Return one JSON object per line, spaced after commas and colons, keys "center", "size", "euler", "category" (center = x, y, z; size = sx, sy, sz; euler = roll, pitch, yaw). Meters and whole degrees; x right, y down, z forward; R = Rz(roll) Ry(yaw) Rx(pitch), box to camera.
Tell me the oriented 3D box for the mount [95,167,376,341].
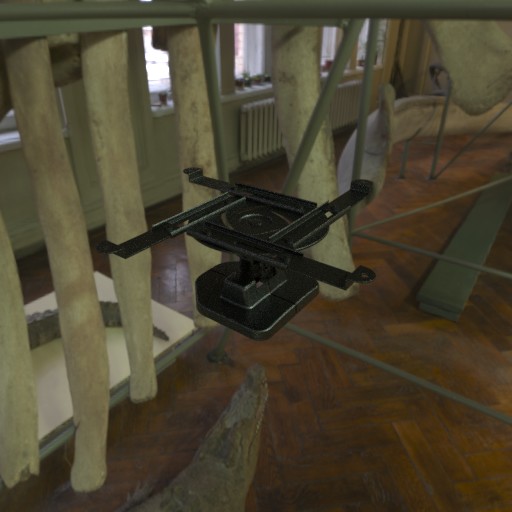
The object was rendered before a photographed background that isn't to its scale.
{"center": [0.000, 0.000, 0.622], "size": [0.394, 0.141, 0.394], "euler": [20, 35, 31], "category": "mount"}
